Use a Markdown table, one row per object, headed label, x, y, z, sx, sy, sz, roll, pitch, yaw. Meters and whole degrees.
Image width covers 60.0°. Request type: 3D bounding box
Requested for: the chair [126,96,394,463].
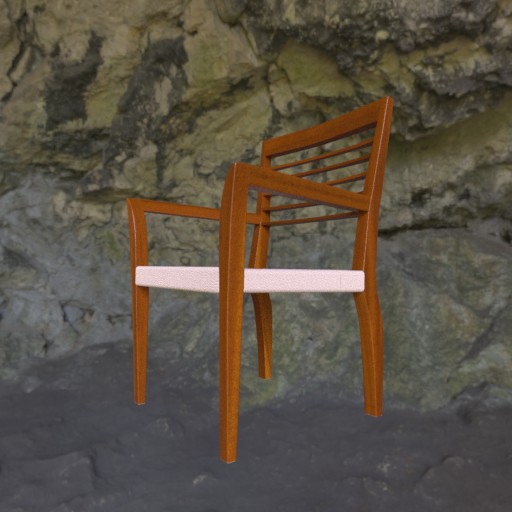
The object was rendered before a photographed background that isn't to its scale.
| label | x | y | z | sx | sy | sz | roll | pitch | yaw |
| --- | --- | --- | --- | --- | --- | --- | --- | --- | --- |
| chair | 0.000 | 0.000 | 1.259 | 0.540 | 0.855 | 0.587 | 1 | -1 | -37 |
